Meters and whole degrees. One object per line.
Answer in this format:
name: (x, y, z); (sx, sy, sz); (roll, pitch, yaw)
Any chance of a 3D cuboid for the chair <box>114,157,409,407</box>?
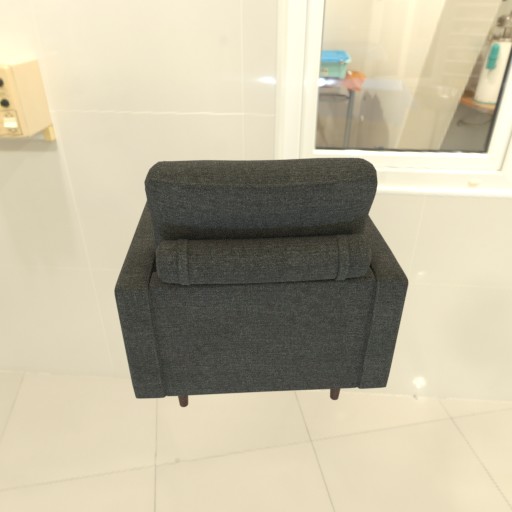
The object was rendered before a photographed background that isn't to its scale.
chair: (0.000, 0.000, 1.595); (0.821, 0.880, 0.843); (-2, 31, -3)
